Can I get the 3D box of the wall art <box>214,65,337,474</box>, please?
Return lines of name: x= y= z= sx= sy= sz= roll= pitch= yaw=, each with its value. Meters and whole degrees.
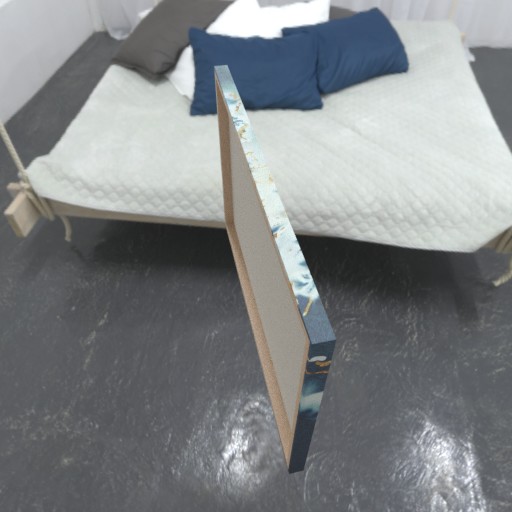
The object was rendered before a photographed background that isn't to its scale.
wall art: x=0.000 y=0.000 z=1.168 sx=0.038 sy=0.608 sz=0.912 roll=-9 pitch=48 yaw=-8
